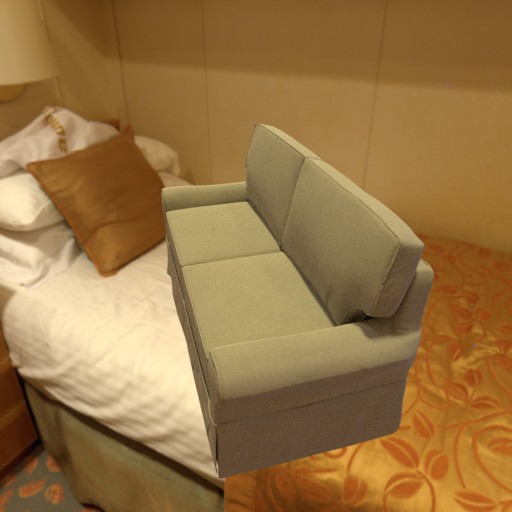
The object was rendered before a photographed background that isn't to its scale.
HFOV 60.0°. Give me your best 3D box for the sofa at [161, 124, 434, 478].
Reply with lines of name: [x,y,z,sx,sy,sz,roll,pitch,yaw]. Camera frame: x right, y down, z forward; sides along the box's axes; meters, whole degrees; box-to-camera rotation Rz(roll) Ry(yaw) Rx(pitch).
sofa: [0.000,0.000,2.301,0.841,1.024,1.823,-8,31,-14]
